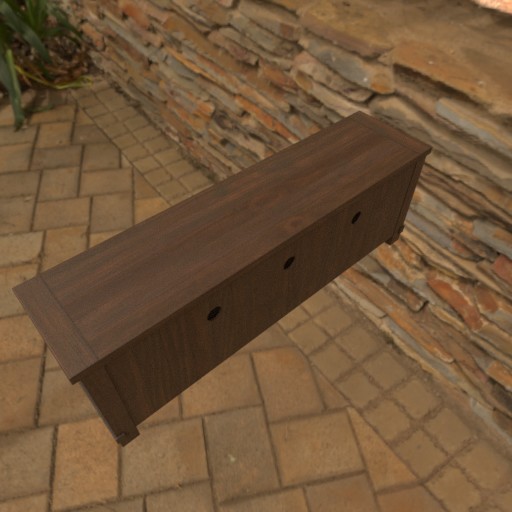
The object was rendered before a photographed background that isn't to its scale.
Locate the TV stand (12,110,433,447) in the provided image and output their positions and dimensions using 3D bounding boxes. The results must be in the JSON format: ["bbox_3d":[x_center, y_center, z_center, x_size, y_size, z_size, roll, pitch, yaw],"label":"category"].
[{"bbox_3d":[0.000,0.000,2.070,1.866,0.615,0.471,-32,55,-26],"label":"TV stand"}]
